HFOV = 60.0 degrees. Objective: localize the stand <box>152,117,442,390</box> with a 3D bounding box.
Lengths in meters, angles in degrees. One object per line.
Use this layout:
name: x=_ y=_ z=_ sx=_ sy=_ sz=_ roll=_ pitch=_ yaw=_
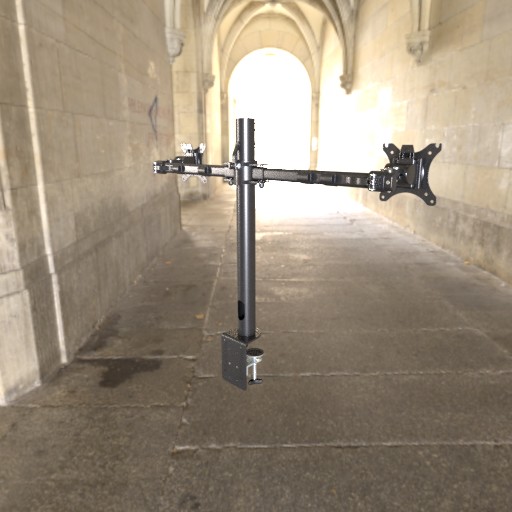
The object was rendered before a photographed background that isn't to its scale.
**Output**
stand: x=0.000 y=0.000 z=1.017 sx=0.743 sy=0.603 sz=0.150 roll=14 pitch=20 yaw=43
